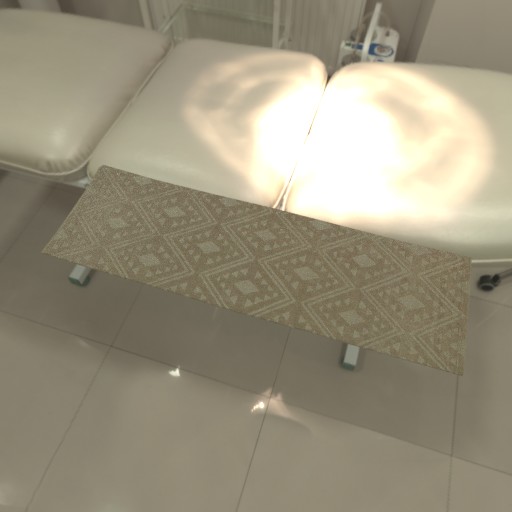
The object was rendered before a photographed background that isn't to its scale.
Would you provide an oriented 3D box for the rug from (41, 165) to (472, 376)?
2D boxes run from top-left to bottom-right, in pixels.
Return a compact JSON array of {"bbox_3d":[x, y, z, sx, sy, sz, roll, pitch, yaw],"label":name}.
[{"bbox_3d":[0.000,0.000,2.638,2.452,0.051,0.752,15,59,9],"label":"rug"}]
